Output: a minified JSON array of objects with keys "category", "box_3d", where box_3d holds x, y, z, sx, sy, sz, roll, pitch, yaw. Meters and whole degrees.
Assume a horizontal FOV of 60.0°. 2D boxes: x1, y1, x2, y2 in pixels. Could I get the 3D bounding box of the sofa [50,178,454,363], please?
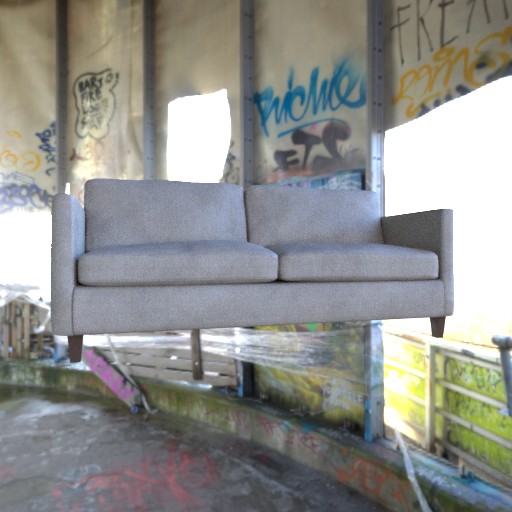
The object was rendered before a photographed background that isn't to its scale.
[{"category":"sofa","box_3d":[0.000,0.000,2.715,2.208,0.965,0.951,0,0,-17]}]
